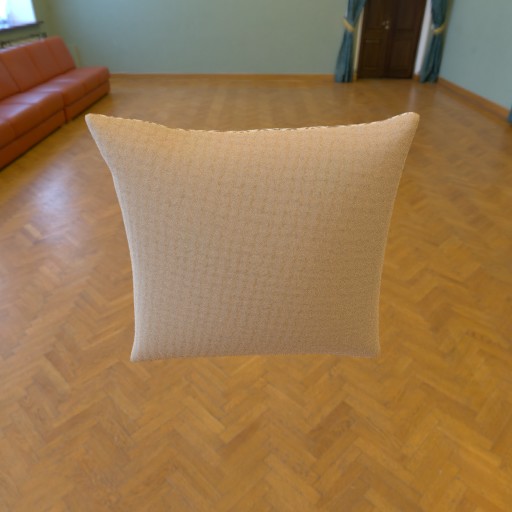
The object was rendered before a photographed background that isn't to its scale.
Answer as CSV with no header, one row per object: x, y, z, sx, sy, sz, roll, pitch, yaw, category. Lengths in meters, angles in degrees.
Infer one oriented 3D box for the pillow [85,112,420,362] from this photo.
0.000,0.000,0.646,0.419,0.407,0.173,-1,31,-1,pillow
